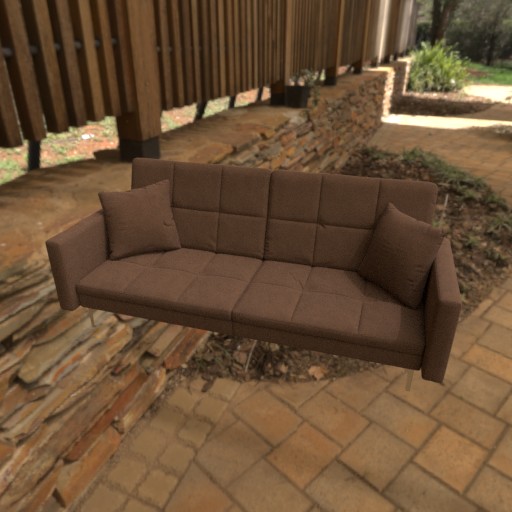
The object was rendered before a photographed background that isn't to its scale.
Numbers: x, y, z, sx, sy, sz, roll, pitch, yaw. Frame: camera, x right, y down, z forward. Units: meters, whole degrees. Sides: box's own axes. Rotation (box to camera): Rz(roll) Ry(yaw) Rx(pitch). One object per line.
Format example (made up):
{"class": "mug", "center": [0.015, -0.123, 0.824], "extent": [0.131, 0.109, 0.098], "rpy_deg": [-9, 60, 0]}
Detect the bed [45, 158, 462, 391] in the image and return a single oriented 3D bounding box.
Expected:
{"class": "bed", "center": [0.000, 0.000, 2.359], "extent": [1.905, 0.787, 0.889], "rpy_deg": [8, 28, 15]}
